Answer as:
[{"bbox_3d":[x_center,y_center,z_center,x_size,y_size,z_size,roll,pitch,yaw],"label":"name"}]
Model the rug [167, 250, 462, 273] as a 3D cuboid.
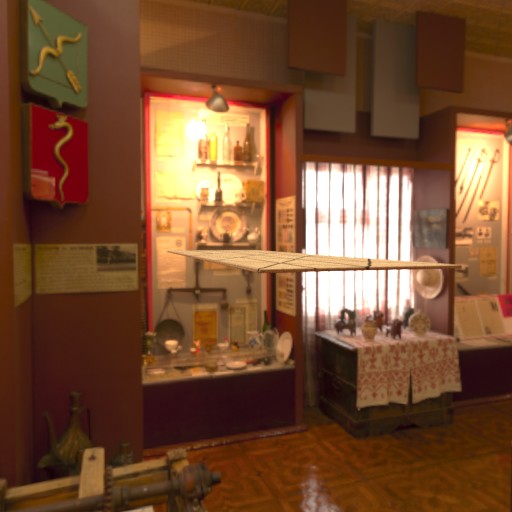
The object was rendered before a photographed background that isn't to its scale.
[{"bbox_3d":[0.000,0.000,2.620,0.762,0.012,2.438,-1,2,-18],"label":"rug"}]
